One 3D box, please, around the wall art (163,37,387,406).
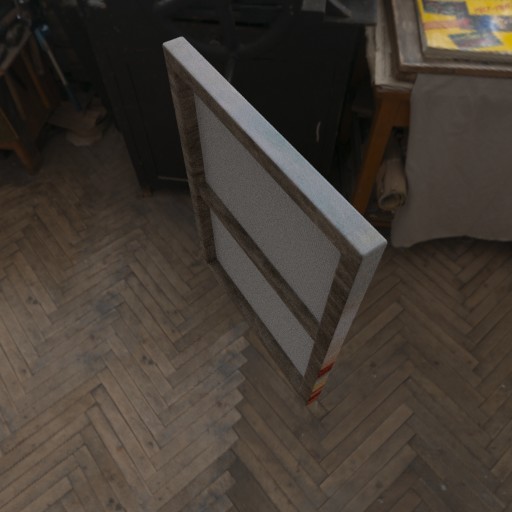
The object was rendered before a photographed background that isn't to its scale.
[{"bbox_3d":[0.000,0.000,0.806,0.035,0.605,0.443,-29,62,-17],"label":"wall art"}]
